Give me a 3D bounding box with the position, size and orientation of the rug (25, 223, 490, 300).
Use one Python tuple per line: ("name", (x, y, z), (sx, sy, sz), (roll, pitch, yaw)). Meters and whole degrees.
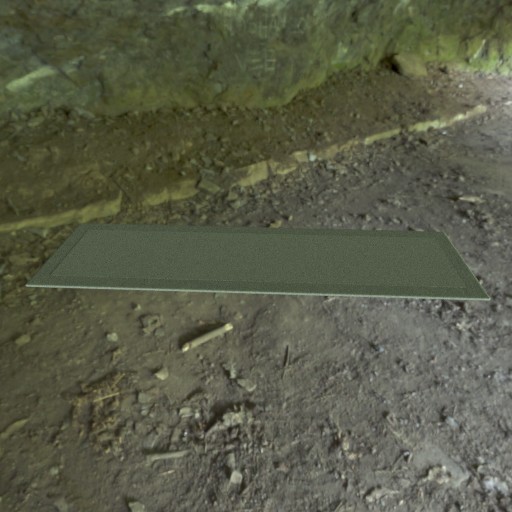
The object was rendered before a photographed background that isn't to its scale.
("rug", (0.000, 0.000, 2.632), (2.430, 0.012, 0.759), (2, 30, 3))
